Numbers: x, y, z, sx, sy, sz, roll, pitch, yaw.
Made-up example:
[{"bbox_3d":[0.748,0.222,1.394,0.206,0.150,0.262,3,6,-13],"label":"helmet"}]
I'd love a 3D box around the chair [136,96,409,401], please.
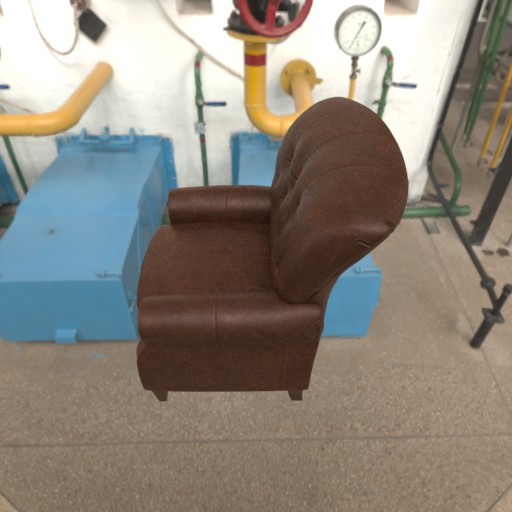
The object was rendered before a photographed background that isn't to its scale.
[{"bbox_3d":[0.000,0.000,1.962,1.031,1.162,0.979,0,41,0],"label":"chair"}]
